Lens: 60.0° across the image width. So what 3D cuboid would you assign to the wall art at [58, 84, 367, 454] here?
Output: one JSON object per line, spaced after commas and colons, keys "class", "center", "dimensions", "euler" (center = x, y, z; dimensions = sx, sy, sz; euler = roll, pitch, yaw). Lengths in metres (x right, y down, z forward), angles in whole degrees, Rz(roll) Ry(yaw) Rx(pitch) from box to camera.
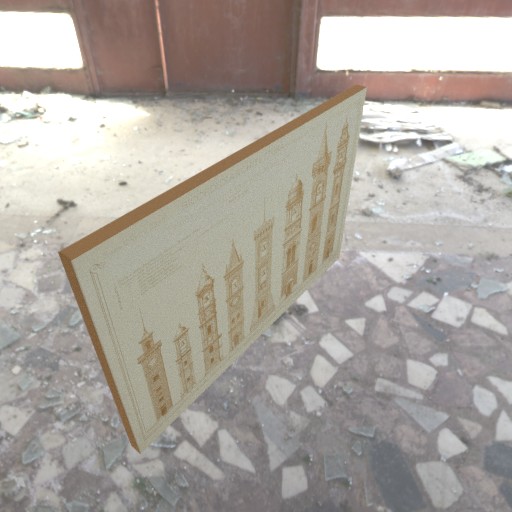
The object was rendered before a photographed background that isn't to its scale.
{"class": "wall art", "center": [0.000, 0.000, 1.131], "dimensions": [0.033, 0.608, 0.915], "euler": [28, 48, 28]}
